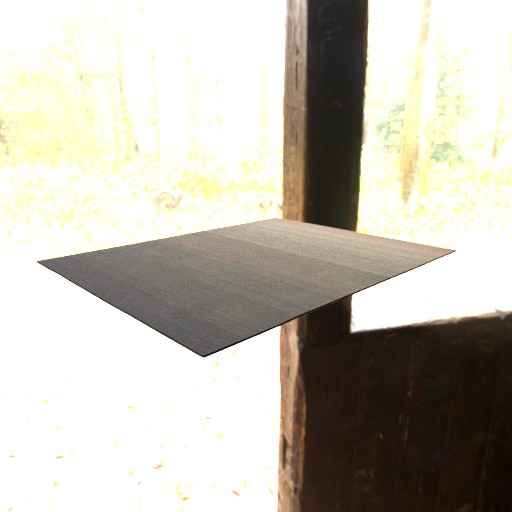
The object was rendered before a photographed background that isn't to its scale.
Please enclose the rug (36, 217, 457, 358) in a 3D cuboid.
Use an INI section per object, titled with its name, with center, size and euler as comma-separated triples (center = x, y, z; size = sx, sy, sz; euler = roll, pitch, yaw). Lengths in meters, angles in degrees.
[rug]
center = 0.000, 0.000, 3.910
size = 2.932, 0.015, 2.315
euler = -14, 21, -42
